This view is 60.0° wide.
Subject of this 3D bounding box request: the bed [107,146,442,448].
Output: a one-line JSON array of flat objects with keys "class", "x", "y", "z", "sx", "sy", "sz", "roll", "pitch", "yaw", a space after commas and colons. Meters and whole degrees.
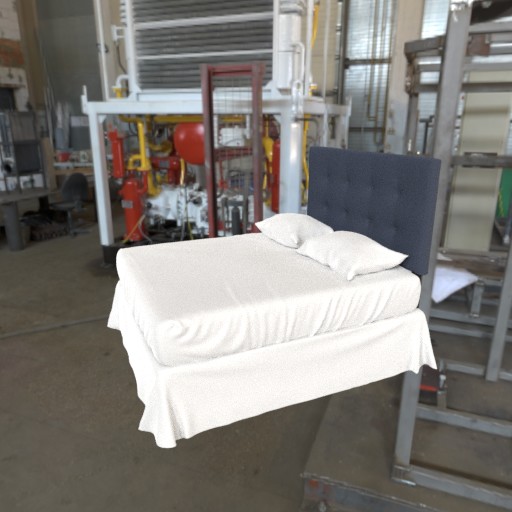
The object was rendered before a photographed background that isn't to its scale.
[{"class": "bed", "x": 0.000, "y": 0.000, "z": 3.531, "sx": 2.222, "sy": 1.577, "sz": 1.936, "roll": -8, "pitch": 19, "yaw": -23}]
